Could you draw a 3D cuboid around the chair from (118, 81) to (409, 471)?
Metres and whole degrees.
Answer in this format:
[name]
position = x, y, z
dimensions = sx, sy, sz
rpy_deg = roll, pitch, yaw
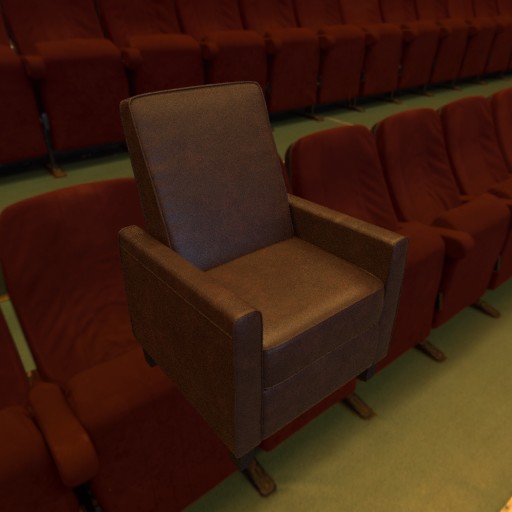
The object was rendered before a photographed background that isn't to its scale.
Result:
[chair]
position = 0.000, 0.000, 1.503
dimensions = 0.705, 1.013, 0.746
rpy_deg = -22, 37, -33
